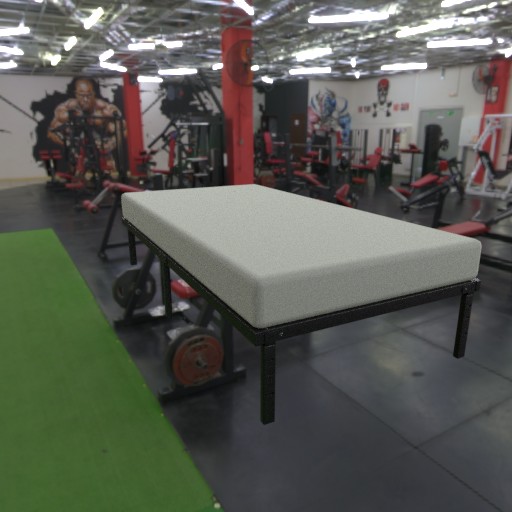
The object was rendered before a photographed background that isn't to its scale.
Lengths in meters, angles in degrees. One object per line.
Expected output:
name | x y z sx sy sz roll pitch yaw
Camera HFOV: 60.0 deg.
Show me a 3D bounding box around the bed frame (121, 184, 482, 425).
bed frame | 0.000 0.000 3.240 1.393 0.680 2.635 -8 18 -26
